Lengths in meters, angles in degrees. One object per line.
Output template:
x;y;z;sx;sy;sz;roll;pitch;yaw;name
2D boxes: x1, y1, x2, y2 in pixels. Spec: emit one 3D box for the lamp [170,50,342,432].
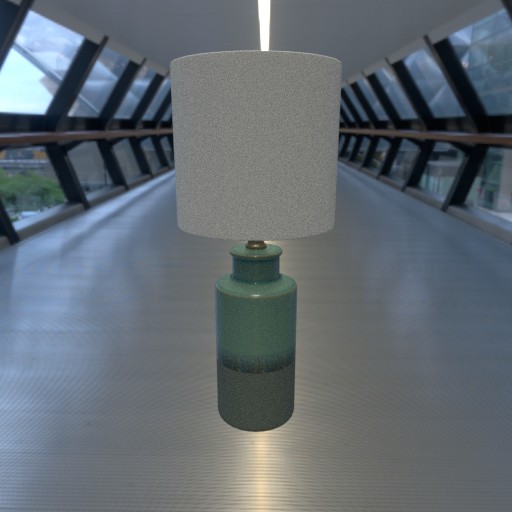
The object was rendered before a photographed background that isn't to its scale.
0.000;0.000;0.620;0.212;0.493;0.212;-14;21;-43;lamp
